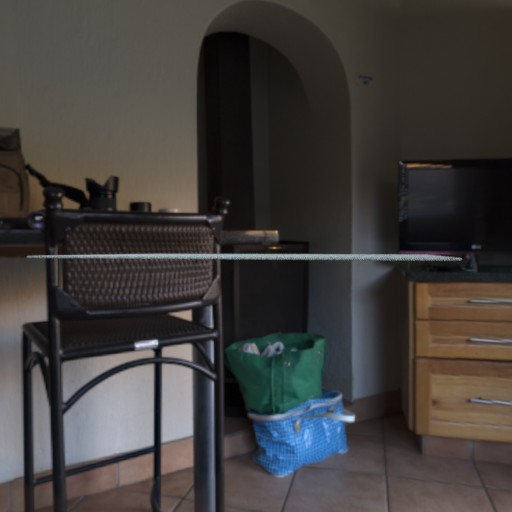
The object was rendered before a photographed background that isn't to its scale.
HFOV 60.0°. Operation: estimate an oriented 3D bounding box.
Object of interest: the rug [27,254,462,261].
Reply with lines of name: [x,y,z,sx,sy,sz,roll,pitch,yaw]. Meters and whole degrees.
rug: [0.000,0.000,2.941,2.283,0.013,1.547,0,1,17]
